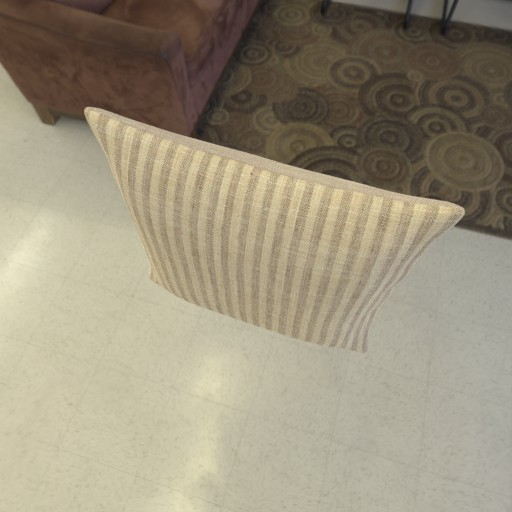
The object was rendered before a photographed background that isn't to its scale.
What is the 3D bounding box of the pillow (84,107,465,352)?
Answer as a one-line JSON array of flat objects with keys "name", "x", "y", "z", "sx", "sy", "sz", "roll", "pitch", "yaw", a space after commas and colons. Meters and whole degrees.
[{"name": "pillow", "x": 0.000, "y": 0.000, "z": 0.785, "sx": 0.523, "sy": 0.510, "sz": 0.166, "roll": 17, "pitch": 62, "yaw": 10}]
